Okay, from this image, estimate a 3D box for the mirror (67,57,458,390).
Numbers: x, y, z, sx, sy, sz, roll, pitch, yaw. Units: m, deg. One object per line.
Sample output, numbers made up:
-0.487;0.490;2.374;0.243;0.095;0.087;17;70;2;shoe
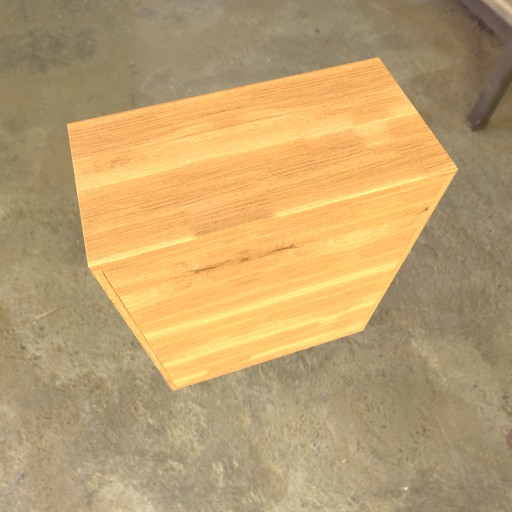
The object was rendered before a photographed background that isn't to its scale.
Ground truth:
0.000;0.000;1.434;0.800;1.000;0.400;-15;61;-9;mirror
